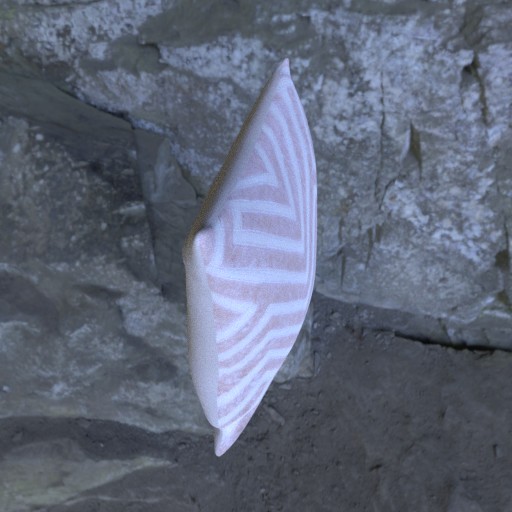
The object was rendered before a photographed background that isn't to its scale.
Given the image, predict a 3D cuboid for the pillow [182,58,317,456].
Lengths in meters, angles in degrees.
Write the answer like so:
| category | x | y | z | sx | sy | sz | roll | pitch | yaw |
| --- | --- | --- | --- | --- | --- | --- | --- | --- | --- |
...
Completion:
| category | x | y | z | sx | sy | sz | roll | pitch | yaw |
| --- | --- | --- | --- | --- | --- | --- | --- | --- | --- |
| pillow | 0.000 | 0.000 | 0.669 | 0.182 | 0.441 | 0.440 | 9 | 45 | 9 |
